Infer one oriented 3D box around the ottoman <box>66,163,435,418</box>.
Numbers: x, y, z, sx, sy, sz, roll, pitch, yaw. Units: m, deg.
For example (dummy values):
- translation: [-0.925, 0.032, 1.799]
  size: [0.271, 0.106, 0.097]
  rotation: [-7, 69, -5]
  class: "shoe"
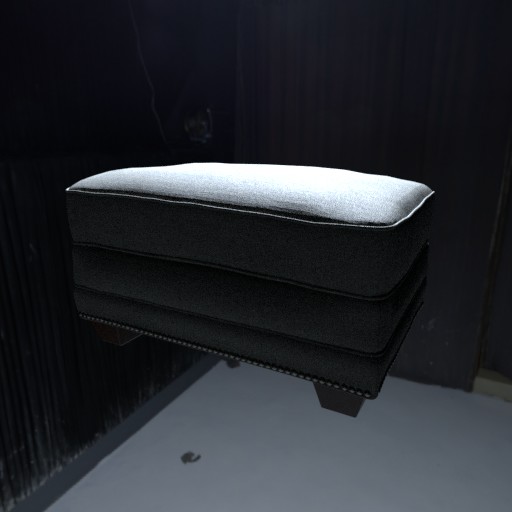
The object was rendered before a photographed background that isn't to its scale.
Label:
- translation: [0.000, 0.000, 1.159]
  size: [0.813, 0.457, 0.561]
  rotation: [9, 18, 28]
  class: "ottoman"
